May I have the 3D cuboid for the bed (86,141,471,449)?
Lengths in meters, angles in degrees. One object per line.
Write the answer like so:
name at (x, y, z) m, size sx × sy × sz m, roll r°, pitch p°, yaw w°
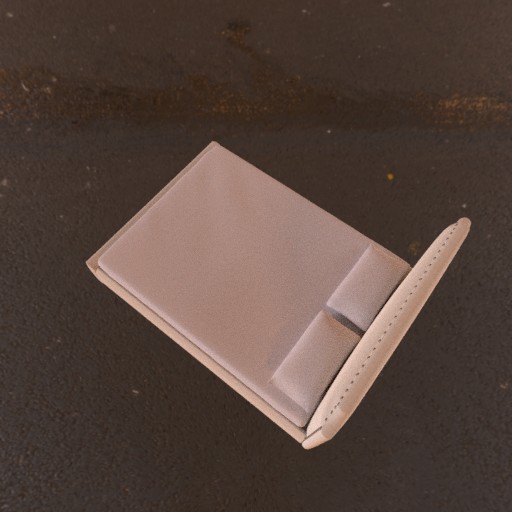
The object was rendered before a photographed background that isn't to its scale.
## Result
bed at (0.000, 0.000, 3.484) m, size 2.372 × 1.443 × 1.712 m, roll 35°, pitch 69°, yaw 16°
